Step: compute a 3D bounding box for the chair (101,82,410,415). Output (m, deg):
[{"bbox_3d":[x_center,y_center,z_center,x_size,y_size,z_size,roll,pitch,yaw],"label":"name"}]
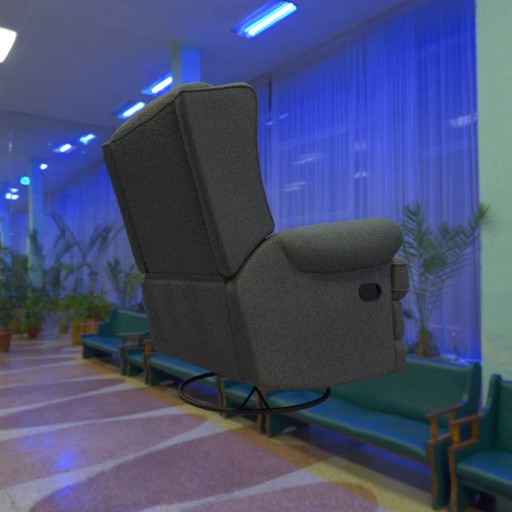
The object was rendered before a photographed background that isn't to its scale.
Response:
[{"bbox_3d":[0.000,0.000,1.682,0.969,1.011,0.847,1,-2,-37],"label":"chair"}]
